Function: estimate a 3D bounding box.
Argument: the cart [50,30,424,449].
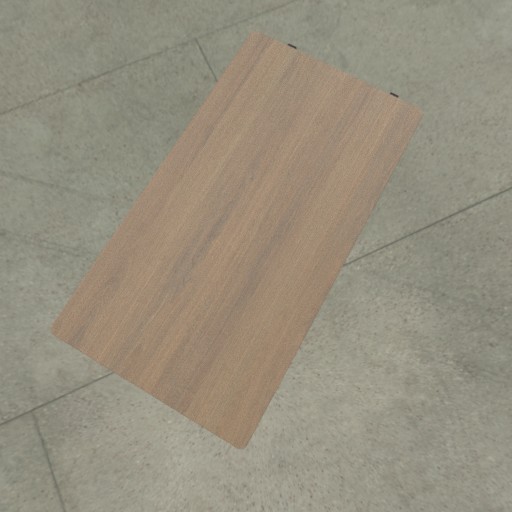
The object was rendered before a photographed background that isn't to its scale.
[{"bbox_3d":[0.000,0.000,1.412,0.457,0.927,0.899,29,77,7],"label":"cart"}]
